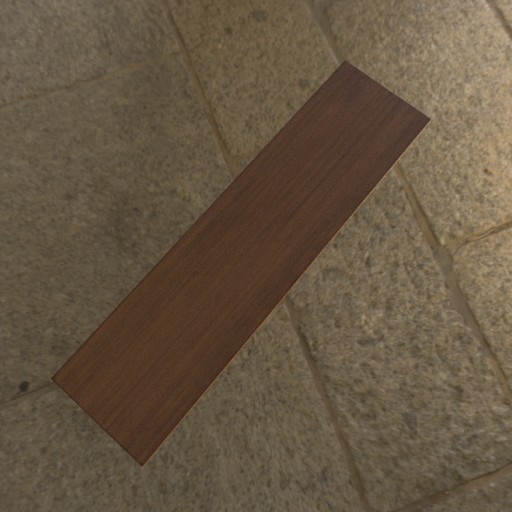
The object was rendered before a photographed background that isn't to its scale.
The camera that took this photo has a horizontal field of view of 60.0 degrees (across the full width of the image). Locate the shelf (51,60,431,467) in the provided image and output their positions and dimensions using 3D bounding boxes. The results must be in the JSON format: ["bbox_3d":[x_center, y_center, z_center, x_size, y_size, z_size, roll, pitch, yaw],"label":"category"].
[{"bbox_3d":[0.000,0.000,0.718,0.166,0.190,0.636,39,79,9],"label":"shelf"}]
